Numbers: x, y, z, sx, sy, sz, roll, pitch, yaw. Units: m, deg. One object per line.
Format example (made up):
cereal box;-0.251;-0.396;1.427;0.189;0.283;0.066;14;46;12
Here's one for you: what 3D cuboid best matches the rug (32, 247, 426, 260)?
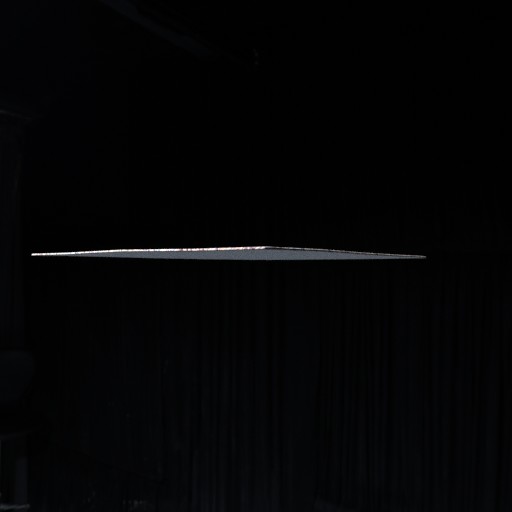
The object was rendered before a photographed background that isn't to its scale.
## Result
rug;0.000;0.000;4.357;2.436;0.024;3.226;-1;-2;36
